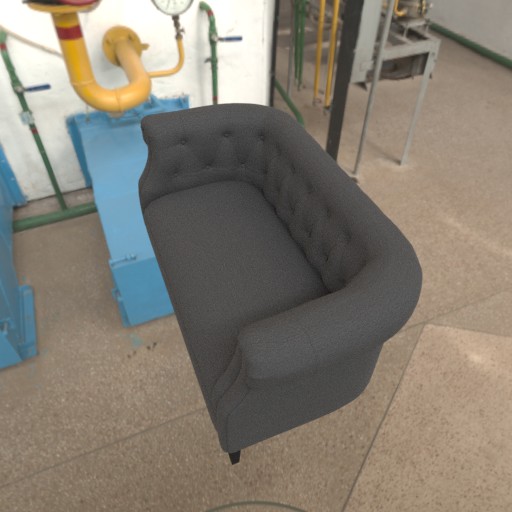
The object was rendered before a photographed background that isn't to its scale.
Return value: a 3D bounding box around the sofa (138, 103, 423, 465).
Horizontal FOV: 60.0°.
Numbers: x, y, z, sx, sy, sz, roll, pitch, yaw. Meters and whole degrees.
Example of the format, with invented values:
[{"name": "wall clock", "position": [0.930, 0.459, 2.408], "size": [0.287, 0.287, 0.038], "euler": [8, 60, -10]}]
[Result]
[{"name": "sofa", "position": [0.000, 0.000, 2.042], "size": [0.835, 0.827, 1.558], "euler": [-16, 47, -15]}]
